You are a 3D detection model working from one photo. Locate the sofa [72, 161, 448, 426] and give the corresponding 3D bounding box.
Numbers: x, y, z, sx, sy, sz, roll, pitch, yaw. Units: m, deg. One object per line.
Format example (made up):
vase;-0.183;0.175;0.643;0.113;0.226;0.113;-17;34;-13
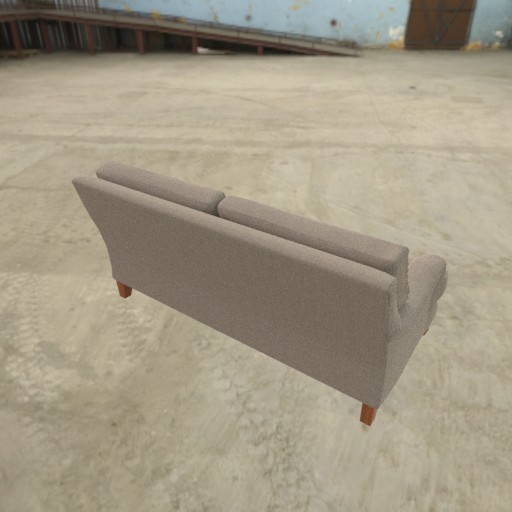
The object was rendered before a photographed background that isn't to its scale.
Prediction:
sofa;0.000;0.000;2.845;2.160;1.054;1.087;20;36;31
